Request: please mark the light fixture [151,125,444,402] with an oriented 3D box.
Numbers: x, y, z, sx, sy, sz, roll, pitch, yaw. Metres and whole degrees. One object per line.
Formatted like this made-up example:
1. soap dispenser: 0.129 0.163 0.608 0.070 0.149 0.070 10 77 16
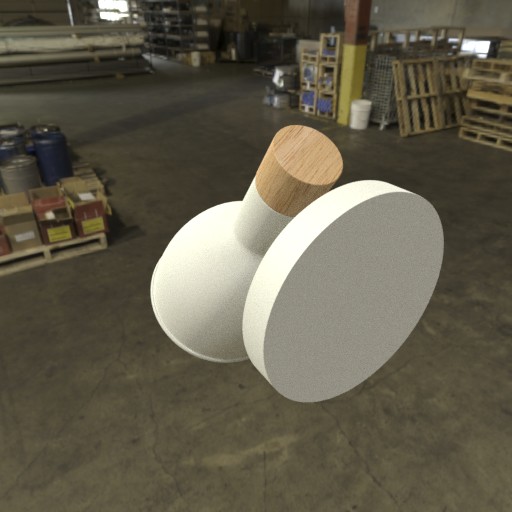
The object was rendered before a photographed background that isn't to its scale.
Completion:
1. light fixture: 0.000 0.000 0.319 0.127 0.199 0.209 -18 34 -28
